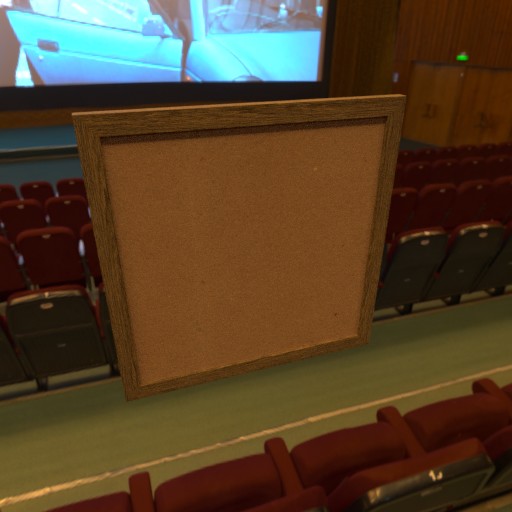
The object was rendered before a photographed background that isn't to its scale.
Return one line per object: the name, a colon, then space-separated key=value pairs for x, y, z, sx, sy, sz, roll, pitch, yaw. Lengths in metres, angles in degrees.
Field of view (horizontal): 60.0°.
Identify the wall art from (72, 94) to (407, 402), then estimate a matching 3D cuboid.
wall art: x=0.000 y=0.000 z=0.771 sx=0.508 sy=0.508 sz=0.019 roll=-9 pitch=29 yaw=-17
